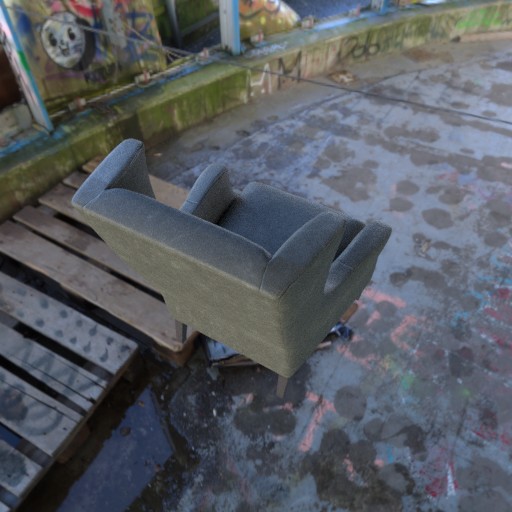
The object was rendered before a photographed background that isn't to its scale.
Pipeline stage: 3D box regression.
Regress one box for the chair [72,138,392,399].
[{"bbox_3d":[0.000,0.000,1.736,0.853,1.016,0.926,23,52,20],"label":"chair"}]
